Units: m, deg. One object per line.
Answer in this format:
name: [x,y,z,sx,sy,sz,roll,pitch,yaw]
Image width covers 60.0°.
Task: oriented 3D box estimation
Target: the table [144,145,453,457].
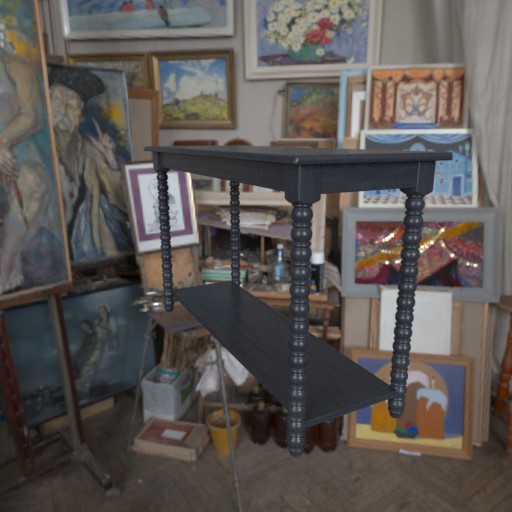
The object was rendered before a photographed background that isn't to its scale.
table: [0.000,0.000,1.557,0.459,0.735,1.184,-8,17,-27]
